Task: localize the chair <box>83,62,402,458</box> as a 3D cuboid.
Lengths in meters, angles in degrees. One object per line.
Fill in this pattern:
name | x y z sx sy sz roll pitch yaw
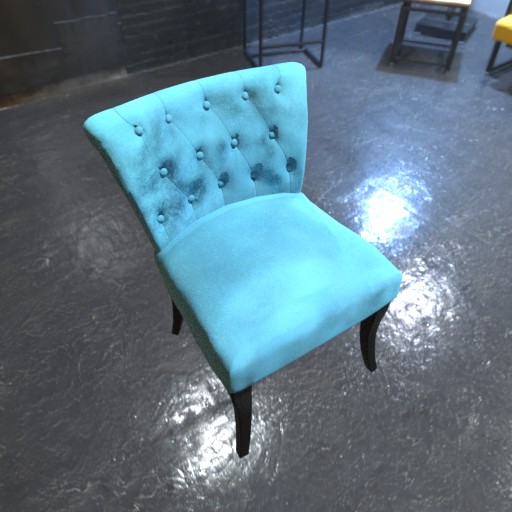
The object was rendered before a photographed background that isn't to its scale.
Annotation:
chair | 0.000 0.000 1.172 0.582 0.750 0.605 -25 50 -22
